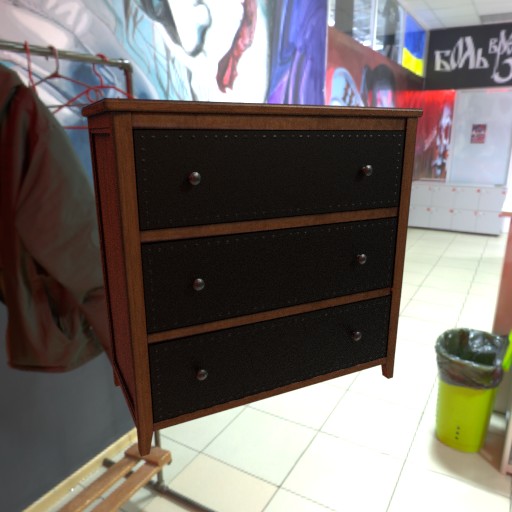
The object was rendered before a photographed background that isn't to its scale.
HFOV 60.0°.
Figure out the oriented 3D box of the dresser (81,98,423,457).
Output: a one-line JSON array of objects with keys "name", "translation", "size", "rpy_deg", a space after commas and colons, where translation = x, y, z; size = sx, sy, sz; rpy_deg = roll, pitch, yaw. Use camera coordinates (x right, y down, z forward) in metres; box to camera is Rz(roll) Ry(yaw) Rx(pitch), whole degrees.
[{"name": "dresser", "translation": [0.000, 0.000, 1.929], "size": [1.250, 1.224, 0.591], "rpy_deg": [-8, 17, -26]}]
